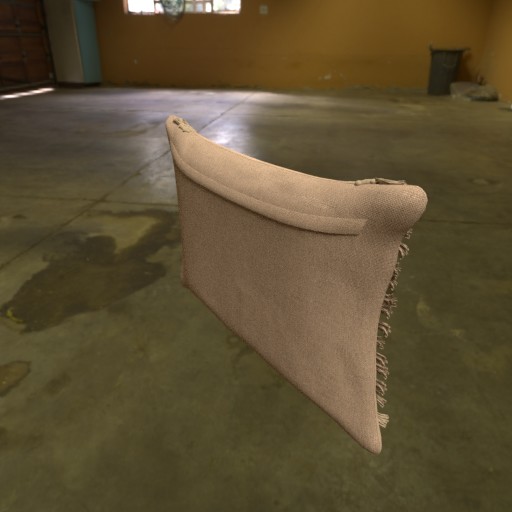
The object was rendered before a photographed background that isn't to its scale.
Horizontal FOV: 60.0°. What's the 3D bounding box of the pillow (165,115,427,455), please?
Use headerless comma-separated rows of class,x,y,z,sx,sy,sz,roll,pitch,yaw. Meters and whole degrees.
pillow,0.000,0.000,0.582,0.084,0.305,0.466,-17,31,-31
